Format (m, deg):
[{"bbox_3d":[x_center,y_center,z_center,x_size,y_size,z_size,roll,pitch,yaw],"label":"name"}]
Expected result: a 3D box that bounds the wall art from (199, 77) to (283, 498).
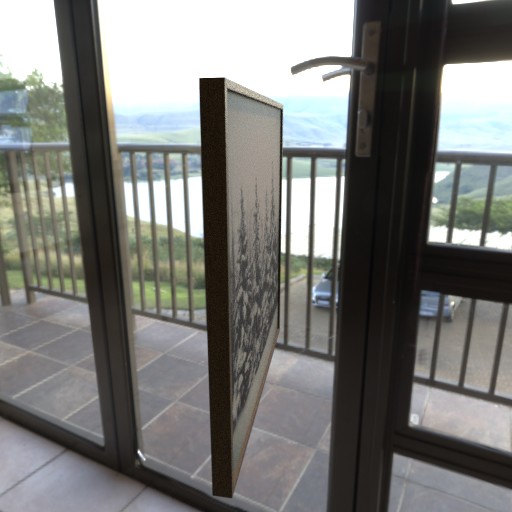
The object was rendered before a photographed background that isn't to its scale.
[{"bbox_3d":[0.000,0.000,1.113,0.039,0.758,0.758,3,16,10],"label":"wall art"}]
